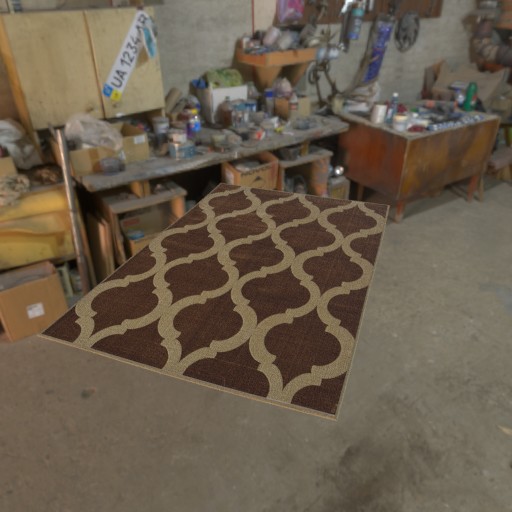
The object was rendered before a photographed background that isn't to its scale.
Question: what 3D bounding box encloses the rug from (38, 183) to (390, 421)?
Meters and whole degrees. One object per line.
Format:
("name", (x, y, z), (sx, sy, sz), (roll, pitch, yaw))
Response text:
("rug", (0.000, 0.000, 2.928), (1.526, 0.014, 2.290), (10, 32, 17))
